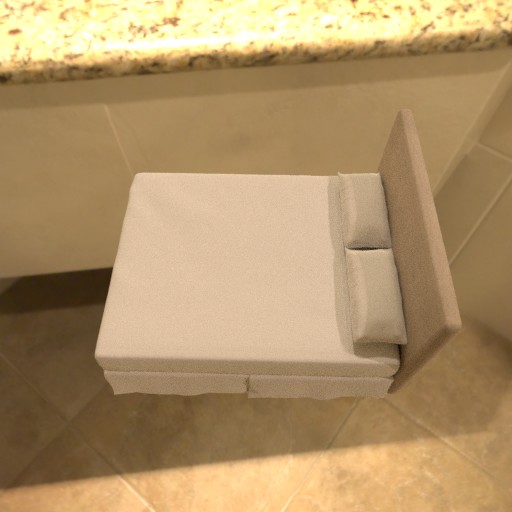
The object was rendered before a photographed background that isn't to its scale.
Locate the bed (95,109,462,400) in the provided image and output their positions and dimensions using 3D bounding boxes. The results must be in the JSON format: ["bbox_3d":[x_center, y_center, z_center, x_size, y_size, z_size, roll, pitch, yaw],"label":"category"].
[{"bbox_3d":[0.000,0.000,3.210,2.162,1.330,1.713,1,58,1],"label":"bed"}]
